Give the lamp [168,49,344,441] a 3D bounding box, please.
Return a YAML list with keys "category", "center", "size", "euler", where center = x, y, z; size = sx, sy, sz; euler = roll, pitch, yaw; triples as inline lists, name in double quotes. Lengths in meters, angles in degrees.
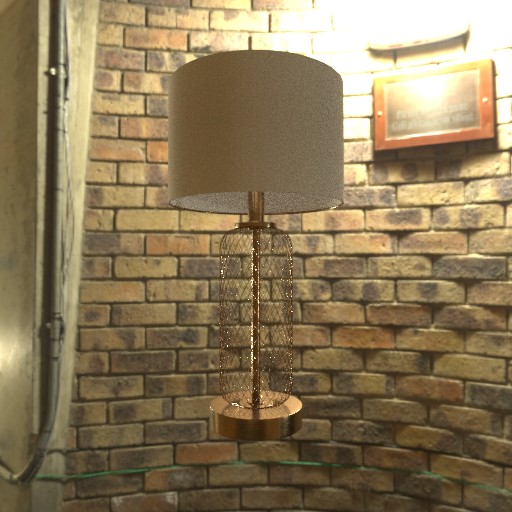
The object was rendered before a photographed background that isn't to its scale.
- category: "lamp"
  center: [0.000, 0.000, 0.644]
  size: [0.252, 0.483, 0.252]
  euler: [0, -1, -16]
